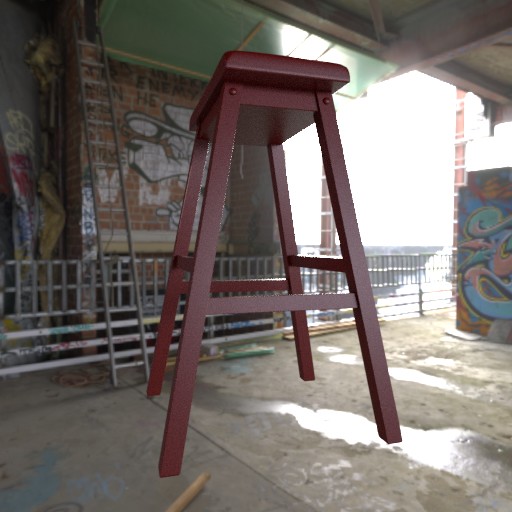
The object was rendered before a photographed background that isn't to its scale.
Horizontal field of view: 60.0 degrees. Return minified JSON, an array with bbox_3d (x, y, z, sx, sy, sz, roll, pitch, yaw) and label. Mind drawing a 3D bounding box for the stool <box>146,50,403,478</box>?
[{"bbox_3d":[0.000,0.000,1.026,0.476,0.737,0.457,0,1,-17],"label":"stool"}]
